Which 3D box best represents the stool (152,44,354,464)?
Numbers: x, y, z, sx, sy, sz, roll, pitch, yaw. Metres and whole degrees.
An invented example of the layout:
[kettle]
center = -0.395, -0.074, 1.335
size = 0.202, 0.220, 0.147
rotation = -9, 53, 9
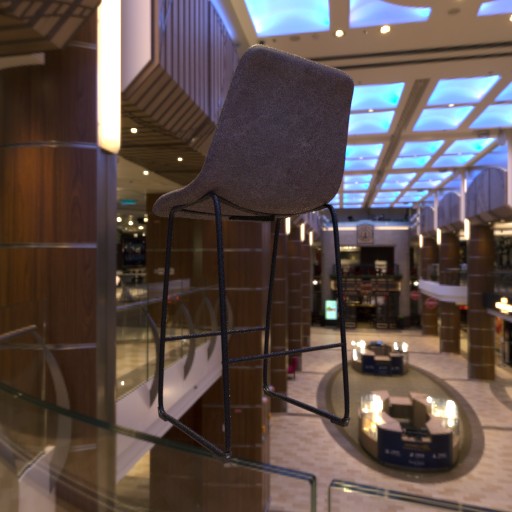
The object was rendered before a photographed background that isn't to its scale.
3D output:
[stool]
center = 0.000, 0.000, 1.431
size = 0.514, 1.082, 0.561
rotation = 0, -1, -35
